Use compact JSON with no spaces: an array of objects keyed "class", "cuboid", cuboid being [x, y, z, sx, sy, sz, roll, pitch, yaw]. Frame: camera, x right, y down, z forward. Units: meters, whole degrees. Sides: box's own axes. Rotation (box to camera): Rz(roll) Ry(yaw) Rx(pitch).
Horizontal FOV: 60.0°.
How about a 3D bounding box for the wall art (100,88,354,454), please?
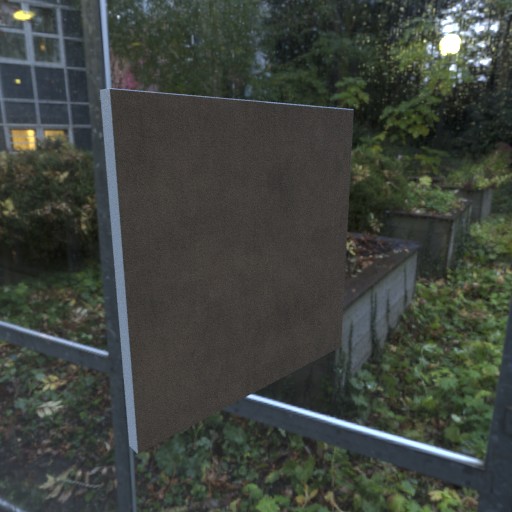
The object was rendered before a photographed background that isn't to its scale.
[{"class":"wall art","cuboid":[0.000,0.000,0.688,0.455,0.453,0.023,-14,20,-42]}]
